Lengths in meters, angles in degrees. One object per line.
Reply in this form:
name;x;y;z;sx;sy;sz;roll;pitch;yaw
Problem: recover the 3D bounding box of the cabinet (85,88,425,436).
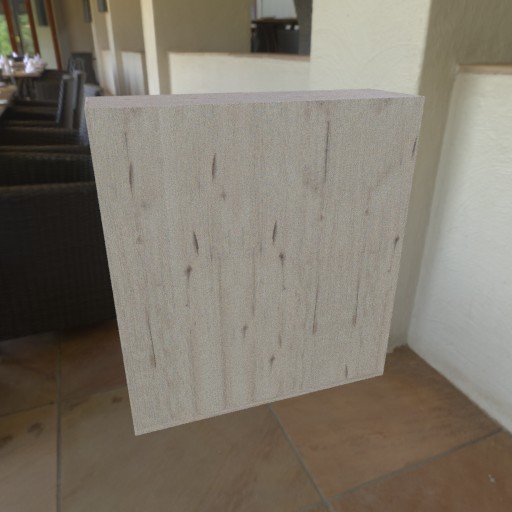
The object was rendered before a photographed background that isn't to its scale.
cabinet;0.000;0.000;3.208;2.000;2.180;0.660;-8;26;-17
